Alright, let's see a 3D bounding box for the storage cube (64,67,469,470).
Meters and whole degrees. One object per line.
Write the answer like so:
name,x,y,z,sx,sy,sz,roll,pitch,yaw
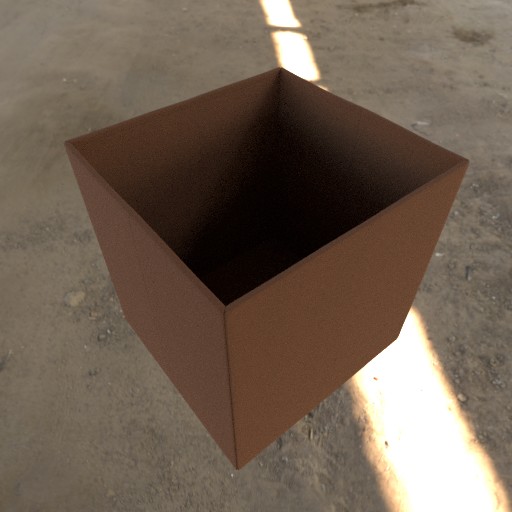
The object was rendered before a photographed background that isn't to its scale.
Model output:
storage cube,0.000,0.000,0.498,0.270,0.280,0.270,-30,53,-26
